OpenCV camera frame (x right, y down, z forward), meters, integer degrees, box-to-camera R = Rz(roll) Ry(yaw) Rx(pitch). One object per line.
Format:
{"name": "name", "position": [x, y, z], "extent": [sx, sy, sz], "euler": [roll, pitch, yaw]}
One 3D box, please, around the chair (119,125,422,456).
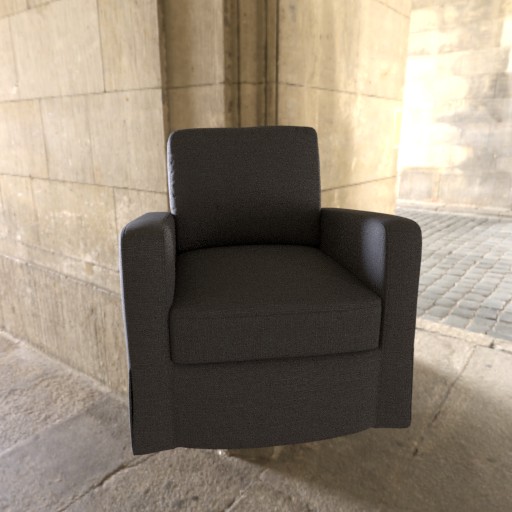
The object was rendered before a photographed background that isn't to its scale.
{"name": "chair", "position": [0.000, 0.000, 1.497], "extent": [0.798, 0.855, 0.863], "euler": [-2, 16, -8]}
